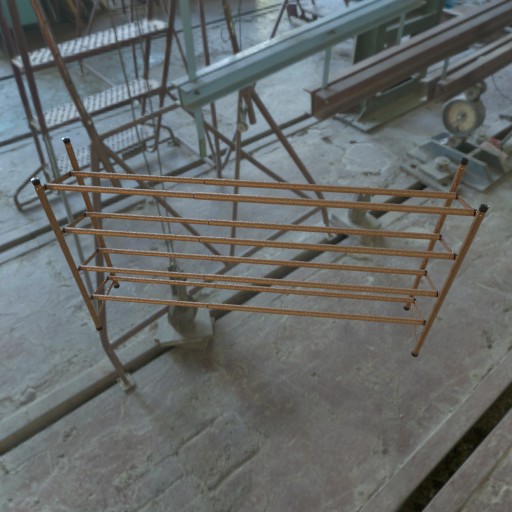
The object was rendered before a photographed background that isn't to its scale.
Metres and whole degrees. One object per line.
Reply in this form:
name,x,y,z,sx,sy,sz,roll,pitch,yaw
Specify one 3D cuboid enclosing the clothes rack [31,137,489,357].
clothes rack,0.000,0.000,1.434,1.168,0.672,0.229,4,46,4
